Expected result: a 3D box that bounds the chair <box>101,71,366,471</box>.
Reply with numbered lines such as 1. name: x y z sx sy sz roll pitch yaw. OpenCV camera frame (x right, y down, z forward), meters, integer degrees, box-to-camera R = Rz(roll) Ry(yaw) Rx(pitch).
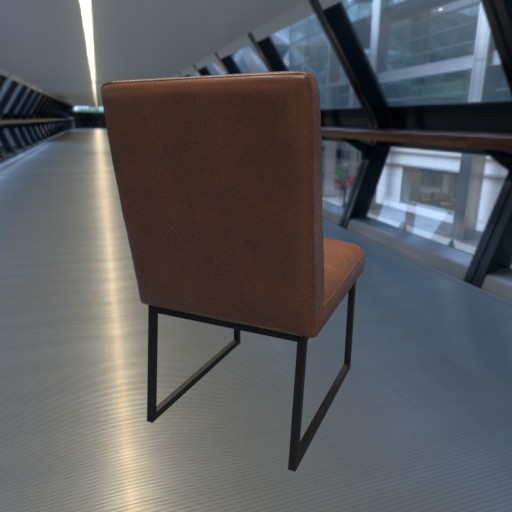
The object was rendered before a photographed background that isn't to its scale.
1. chair: 0.000 0.000 1.293 0.520 0.930 0.634 8 18 24
